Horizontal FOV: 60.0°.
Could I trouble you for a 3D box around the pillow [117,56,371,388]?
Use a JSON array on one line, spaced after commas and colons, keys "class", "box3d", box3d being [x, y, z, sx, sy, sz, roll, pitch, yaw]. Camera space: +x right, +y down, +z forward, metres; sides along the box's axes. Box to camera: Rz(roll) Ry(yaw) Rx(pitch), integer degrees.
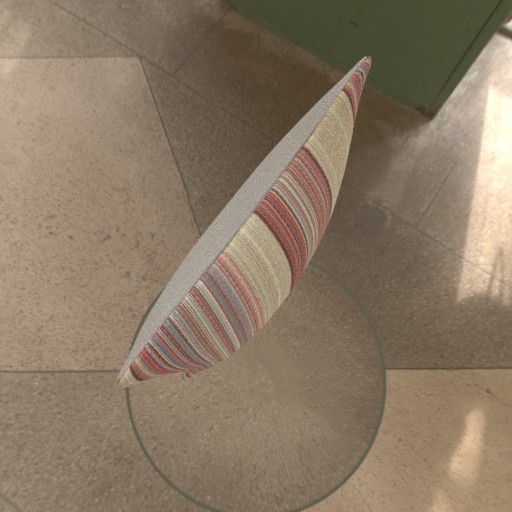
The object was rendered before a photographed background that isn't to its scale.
[{"class": "pillow", "box3d": [0.000, 0.000, 0.640, 0.136, 0.419, 0.437, 35, 78, 9]}]
